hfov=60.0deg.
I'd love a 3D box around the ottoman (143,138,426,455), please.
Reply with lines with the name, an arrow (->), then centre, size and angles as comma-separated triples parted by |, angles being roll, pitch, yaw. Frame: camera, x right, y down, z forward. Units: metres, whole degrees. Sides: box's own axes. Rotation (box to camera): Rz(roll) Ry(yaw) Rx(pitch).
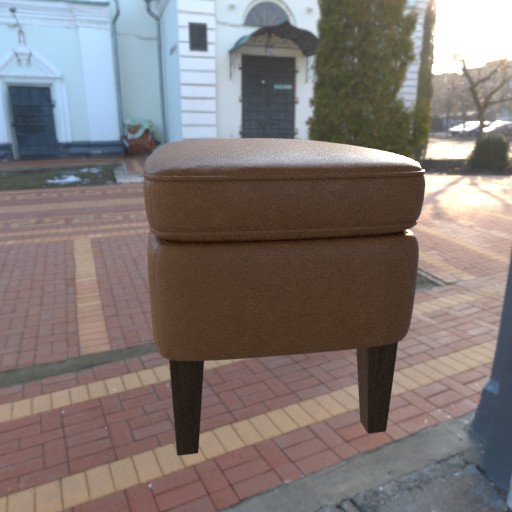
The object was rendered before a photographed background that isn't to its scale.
ottoman -> 0.000, 0.000, 0.945 | 0.420, 0.480, 0.670 | -3, 17, -9
